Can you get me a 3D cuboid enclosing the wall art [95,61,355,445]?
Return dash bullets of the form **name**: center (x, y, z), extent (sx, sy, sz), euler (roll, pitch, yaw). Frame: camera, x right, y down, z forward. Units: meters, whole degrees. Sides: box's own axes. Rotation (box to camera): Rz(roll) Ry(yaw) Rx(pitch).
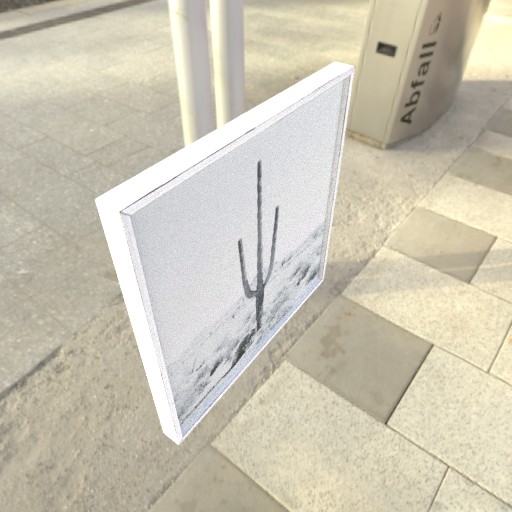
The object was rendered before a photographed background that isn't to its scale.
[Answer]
- **wall art**: center (0.000, 0.000, 0.770), extent (0.038, 0.508, 0.508), euler (26, 48, 26)
